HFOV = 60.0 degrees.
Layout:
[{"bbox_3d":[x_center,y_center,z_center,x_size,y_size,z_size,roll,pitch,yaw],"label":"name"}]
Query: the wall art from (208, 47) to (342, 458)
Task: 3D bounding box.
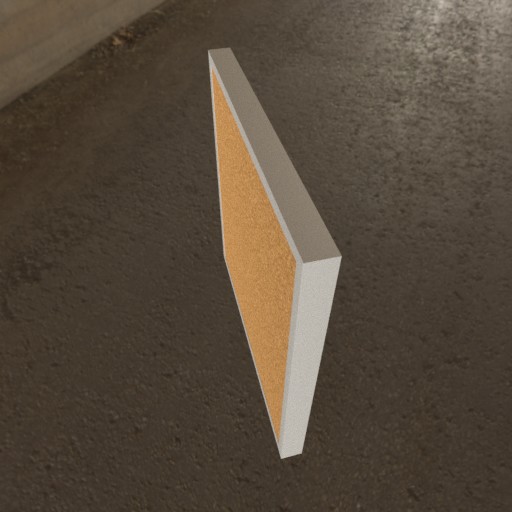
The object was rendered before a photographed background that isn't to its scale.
[{"bbox_3d":[0.000,0.000,0.766,0.038,0.505,0.506,-10,47,-10],"label":"wall art"}]
